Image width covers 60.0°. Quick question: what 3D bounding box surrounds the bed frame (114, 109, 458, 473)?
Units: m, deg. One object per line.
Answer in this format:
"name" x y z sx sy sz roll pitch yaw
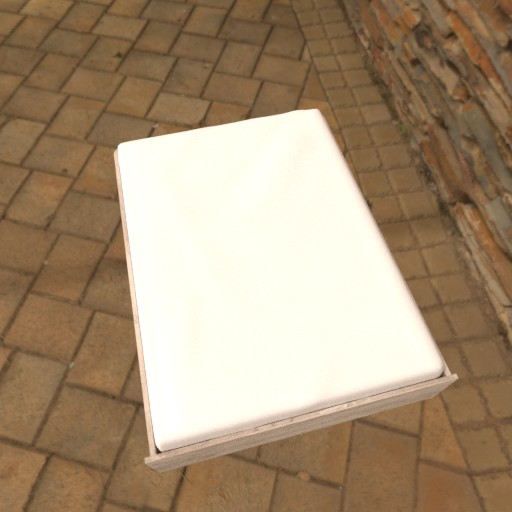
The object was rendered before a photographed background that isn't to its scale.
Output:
"bed frame" 0.000 0.000 2.611 1.490 0.462 1.950 -12 59 -8
